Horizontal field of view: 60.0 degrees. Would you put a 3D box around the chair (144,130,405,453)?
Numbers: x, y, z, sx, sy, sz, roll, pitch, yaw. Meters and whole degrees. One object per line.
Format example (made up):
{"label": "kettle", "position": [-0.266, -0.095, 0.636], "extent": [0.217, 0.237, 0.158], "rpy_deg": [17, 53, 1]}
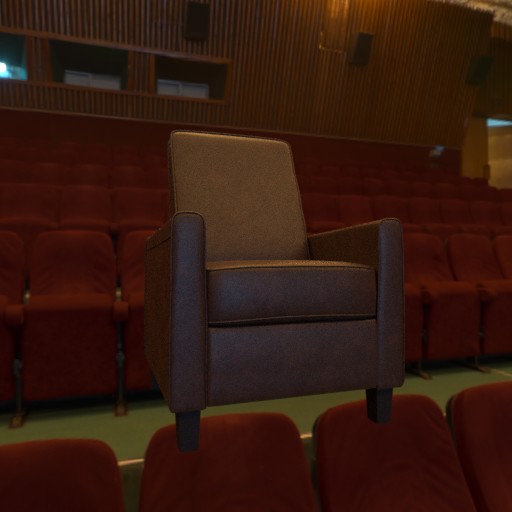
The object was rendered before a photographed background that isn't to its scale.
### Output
{"label": "chair", "position": [0.000, 0.000, 1.550], "extent": [0.705, 1.013, 0.746], "rpy_deg": [0, 0, -19]}
